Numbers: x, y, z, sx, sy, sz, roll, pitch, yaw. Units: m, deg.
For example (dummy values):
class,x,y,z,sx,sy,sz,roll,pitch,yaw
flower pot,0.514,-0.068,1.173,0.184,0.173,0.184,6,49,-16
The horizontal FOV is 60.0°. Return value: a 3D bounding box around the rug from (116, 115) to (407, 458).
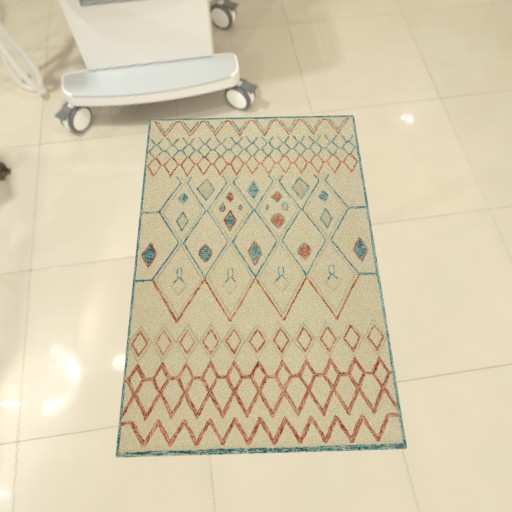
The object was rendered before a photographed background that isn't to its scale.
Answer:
class,x,y,z,sx,sy,sz,roll,pitch,yaw
rug,0.000,0.000,2.246,1.219,0.016,1.829,-1,64,-1
